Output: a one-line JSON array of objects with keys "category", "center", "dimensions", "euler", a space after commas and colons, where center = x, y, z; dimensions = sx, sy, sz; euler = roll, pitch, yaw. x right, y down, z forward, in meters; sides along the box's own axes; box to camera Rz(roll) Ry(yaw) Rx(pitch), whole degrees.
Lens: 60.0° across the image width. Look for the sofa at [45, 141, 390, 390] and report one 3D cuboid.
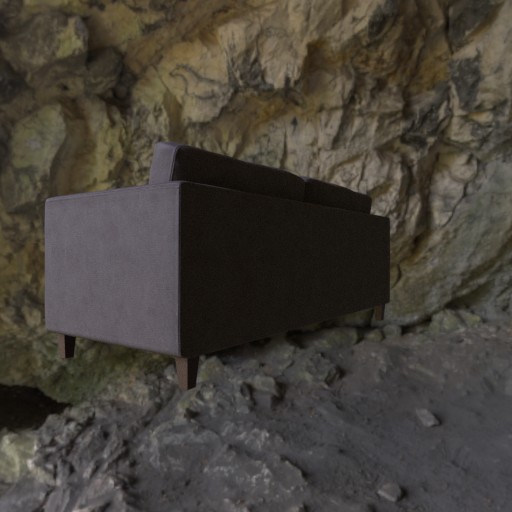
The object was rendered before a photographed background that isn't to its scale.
[{"category": "sofa", "center": [0.000, 0.000, 2.716], "dimensions": [0.951, 0.965, 2.208], "euler": [0, 1, 36]}]
